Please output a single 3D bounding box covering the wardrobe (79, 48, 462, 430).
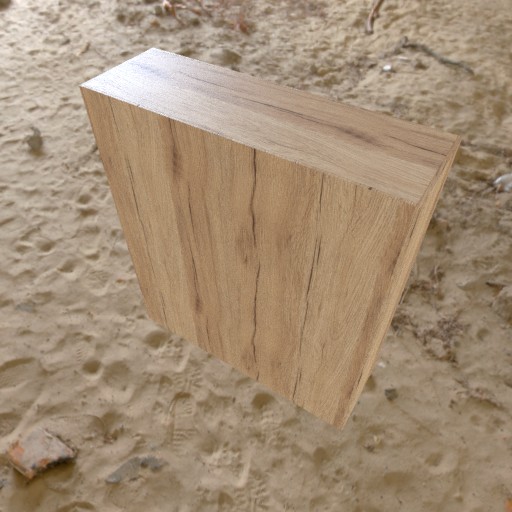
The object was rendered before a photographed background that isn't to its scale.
[{"bbox_3d":[0.000,0.000,2.887,1.810,2.070,0.580,25,52,22],"label":"wardrobe"}]
